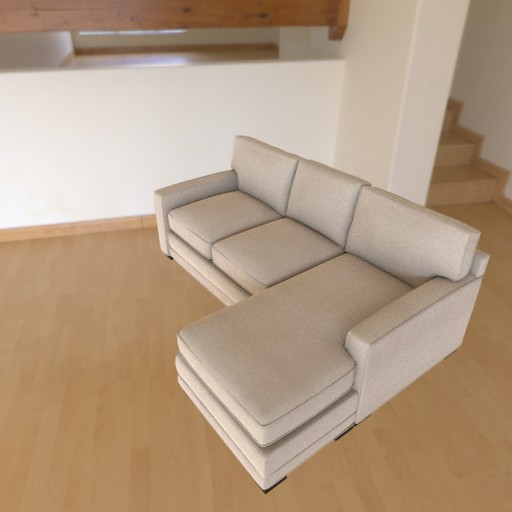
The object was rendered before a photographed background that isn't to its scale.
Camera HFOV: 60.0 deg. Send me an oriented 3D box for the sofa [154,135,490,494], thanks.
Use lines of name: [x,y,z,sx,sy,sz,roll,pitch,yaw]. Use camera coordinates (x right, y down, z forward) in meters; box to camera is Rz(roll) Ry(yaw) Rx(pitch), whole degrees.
sofa: [0.000,0.000,2.750,1.496,0.861,2.087,-22,38,-31]
